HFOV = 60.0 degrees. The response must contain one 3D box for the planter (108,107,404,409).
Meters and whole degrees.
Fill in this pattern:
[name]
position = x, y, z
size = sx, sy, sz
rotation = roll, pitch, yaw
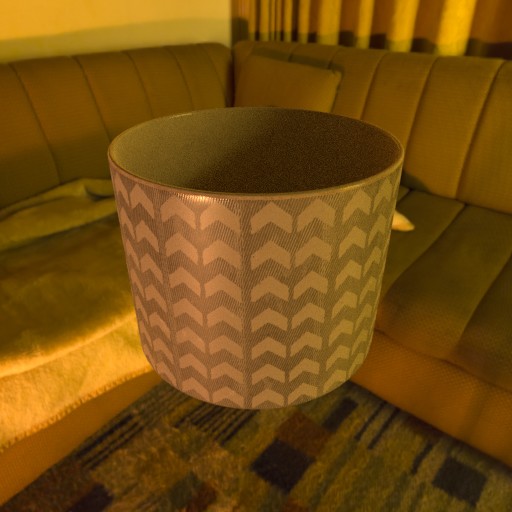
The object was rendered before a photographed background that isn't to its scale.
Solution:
[planter]
position = 0.000, 0.000, 0.449
size = 0.250, 0.239, 0.250
rotation = 0, 31, 0
